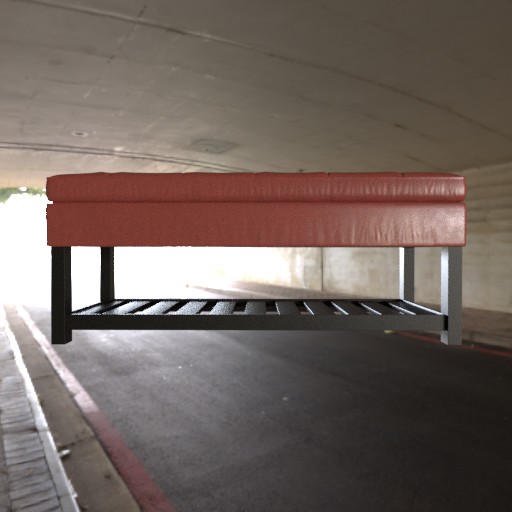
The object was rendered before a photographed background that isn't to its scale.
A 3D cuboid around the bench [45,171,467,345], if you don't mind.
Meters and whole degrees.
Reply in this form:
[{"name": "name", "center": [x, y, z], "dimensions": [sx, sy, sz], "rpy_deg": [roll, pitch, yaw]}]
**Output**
[{"name": "bench", "center": [0.000, 0.000, 1.359], "dimensions": [1.105, 0.460, 0.432], "rpy_deg": [0, 1, 1]}]
